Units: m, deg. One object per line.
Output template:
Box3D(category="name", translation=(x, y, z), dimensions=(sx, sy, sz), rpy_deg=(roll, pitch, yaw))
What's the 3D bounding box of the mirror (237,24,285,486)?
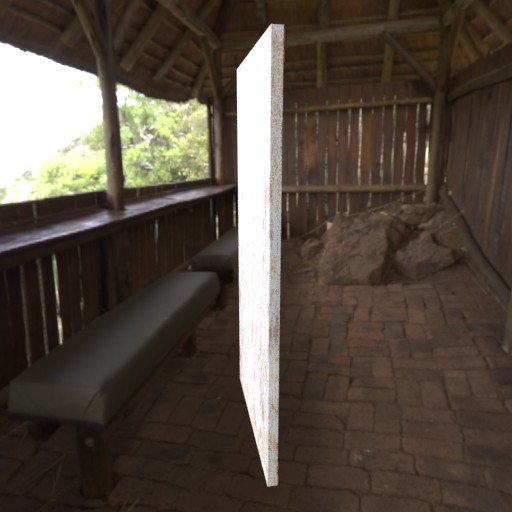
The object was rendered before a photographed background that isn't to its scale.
Box3D(category="mirror", translation=(0.000, 0.000, 1.084), dimensions=(0.027, 0.922, 0.472), rpy_deg=(-2, 14, -9))
